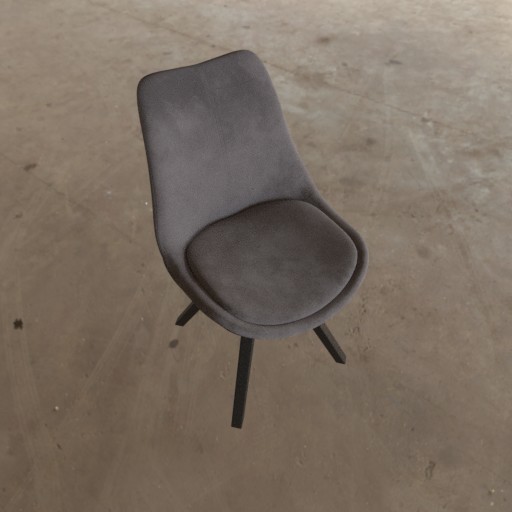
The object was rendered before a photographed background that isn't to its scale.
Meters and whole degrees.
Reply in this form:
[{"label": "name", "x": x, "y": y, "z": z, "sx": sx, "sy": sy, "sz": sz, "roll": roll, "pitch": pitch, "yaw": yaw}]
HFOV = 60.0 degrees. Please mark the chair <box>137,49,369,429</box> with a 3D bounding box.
[{"label": "chair", "x": 0.000, "y": 0.000, "z": 1.184, "sx": 0.476, "sy": 0.850, "sz": 0.550, "roll": -25, "pitch": 52, "yaw": -21}]
